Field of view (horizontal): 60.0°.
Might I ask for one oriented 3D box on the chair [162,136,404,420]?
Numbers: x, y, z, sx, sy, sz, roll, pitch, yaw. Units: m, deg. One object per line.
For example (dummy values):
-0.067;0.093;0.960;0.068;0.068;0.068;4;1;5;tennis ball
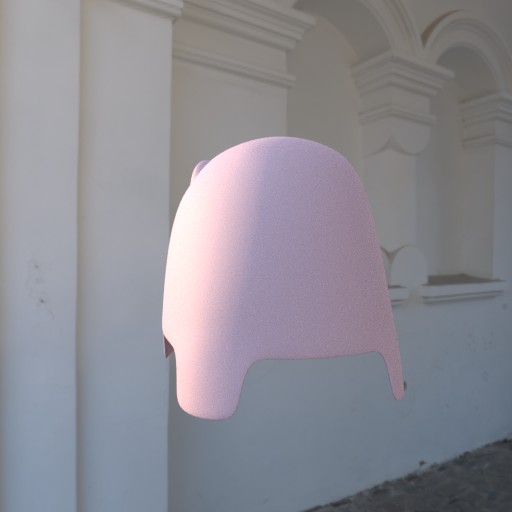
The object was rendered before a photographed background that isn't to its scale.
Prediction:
0.000;0.000;0.864;0.364;0.423;0.619;0;0;-17;chair
